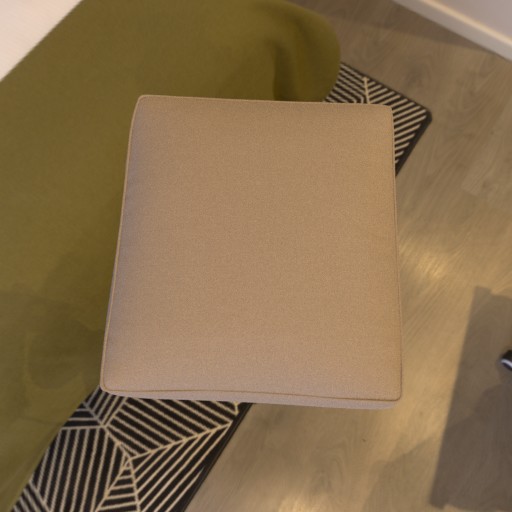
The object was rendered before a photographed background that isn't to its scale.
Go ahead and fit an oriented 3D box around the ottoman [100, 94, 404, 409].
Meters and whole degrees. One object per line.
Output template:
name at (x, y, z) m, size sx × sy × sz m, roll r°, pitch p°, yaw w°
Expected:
ottoman at (0.000, 0.000, 1.163) m, size 0.662 × 0.505 × 0.721 m, roll 2°, pitch 75°, yaw 1°
